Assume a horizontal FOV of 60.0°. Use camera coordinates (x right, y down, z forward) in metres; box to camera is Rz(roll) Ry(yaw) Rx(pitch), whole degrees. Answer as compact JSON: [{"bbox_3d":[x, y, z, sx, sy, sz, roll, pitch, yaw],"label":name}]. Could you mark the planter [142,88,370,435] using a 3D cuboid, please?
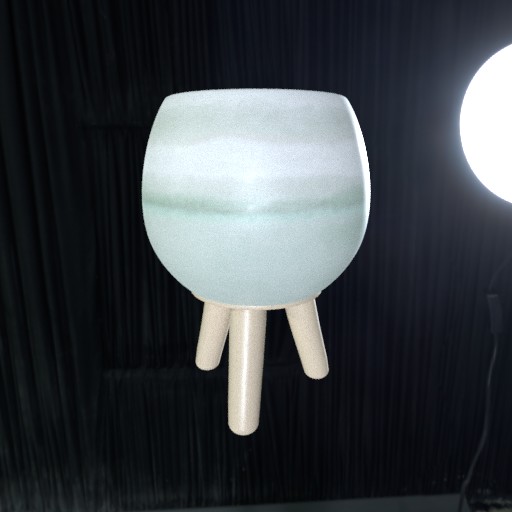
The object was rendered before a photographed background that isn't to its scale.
[{"bbox_3d":[0.000,0.000,0.334,0.161,0.224,0.161,0,14,0],"label":"planter"}]
